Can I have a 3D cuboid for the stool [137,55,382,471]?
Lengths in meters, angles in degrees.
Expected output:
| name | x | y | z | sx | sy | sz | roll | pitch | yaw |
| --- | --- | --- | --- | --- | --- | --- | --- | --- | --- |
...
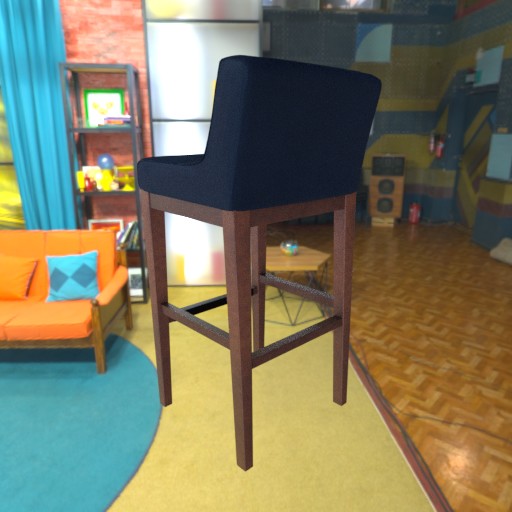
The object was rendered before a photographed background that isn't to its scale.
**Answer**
| name | x | y | z | sx | sy | sz | roll | pitch | yaw |
| --- | --- | --- | --- | --- | --- | --- | --- | --- | --- |
| stool | 0.000 | 0.000 | 1.342 | 0.511 | 1.037 | 0.500 | -14 | 21 | -41 |
